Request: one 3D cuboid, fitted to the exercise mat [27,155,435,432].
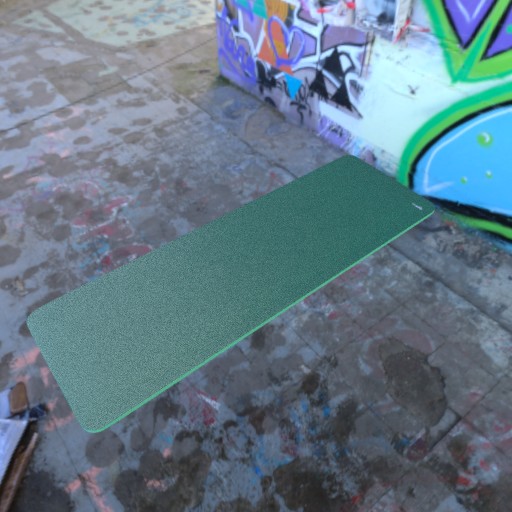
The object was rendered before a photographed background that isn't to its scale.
[{"bbox_3d":[0.000,0.000,1.989,1.869,0.021,0.616,-30,53,-25],"label":"exercise mat"}]
